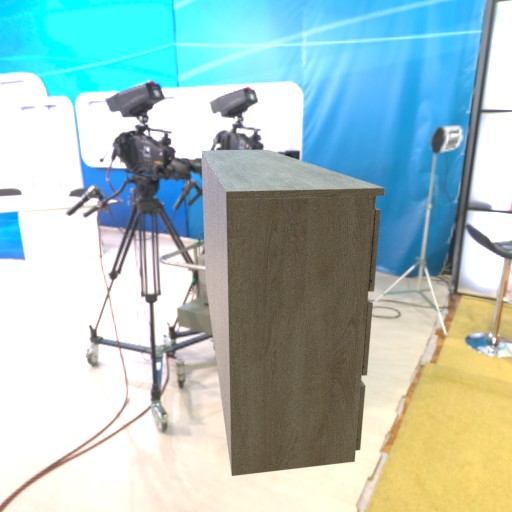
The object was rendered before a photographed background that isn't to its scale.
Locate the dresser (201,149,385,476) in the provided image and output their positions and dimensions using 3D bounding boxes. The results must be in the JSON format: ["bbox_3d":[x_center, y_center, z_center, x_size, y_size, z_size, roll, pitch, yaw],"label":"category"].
[{"bbox_3d":[0.000,0.000,1.899,0.390,0.795,1.590,-3,17,-9],"label":"dresser"}]
